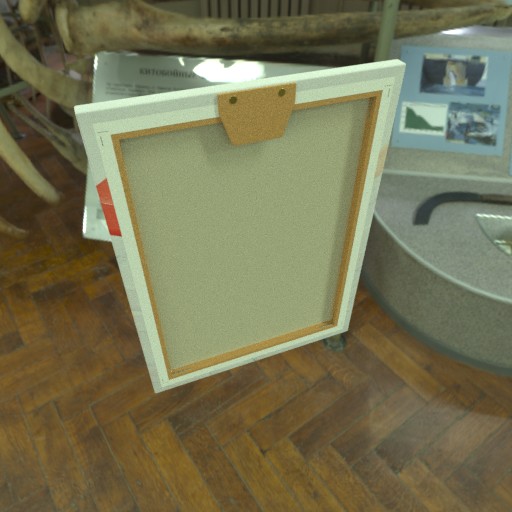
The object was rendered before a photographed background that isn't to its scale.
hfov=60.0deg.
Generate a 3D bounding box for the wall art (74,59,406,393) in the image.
[{"bbox_3d":[0.000,0.000,1.305,0.759,1.014,0.045,-15,44,-15],"label":"wall art"}]
